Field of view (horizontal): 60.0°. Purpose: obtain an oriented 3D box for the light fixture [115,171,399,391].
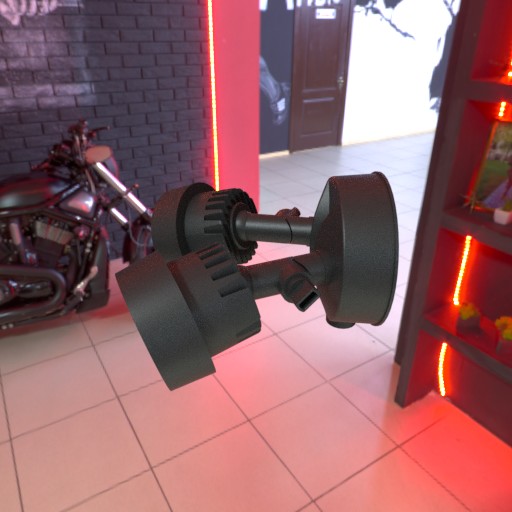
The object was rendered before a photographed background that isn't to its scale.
[{"bbox_3d":[0.000,0.000,0.317,0.168,0.120,0.213,0,27,0],"label":"light fixture"}]
